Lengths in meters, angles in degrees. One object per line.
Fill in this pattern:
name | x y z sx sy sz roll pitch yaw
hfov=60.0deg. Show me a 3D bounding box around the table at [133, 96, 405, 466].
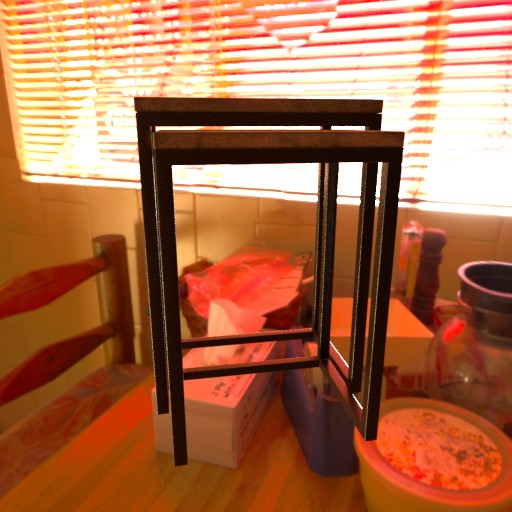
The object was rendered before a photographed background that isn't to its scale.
table | 0.000 0.000 0.926 0.456 0.615 0.460 -2 17 -8
